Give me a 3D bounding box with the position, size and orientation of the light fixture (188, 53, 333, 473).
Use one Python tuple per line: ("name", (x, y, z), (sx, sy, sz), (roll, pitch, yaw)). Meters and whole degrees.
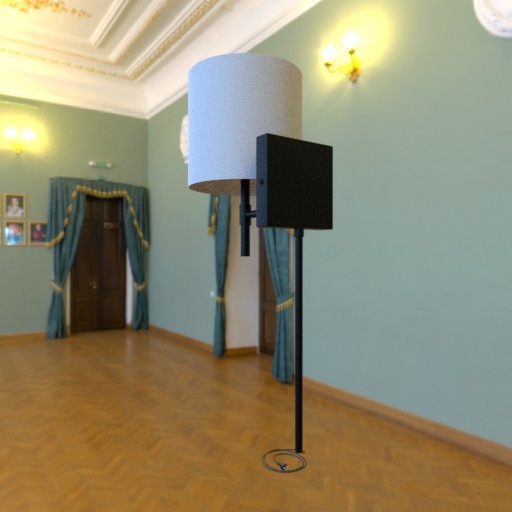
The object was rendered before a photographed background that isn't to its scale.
("light fixture", (0.000, 0.000, 0.713), (0.188, 0.589, 0.248), (0, 0, -36))
